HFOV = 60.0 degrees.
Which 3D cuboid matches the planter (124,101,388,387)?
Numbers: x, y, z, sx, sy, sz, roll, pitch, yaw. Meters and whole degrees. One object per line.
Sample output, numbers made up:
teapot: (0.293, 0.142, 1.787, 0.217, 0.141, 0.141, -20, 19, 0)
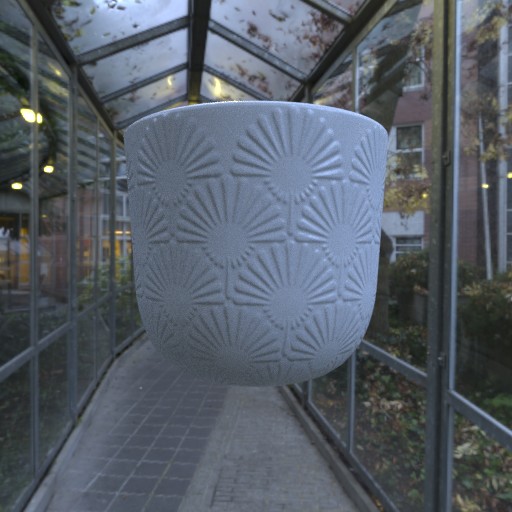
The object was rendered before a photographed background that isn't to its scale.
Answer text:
planter: (0.000, 0.000, 0.297, 0.170, 0.152, 0.170, 0, 1, 0)
